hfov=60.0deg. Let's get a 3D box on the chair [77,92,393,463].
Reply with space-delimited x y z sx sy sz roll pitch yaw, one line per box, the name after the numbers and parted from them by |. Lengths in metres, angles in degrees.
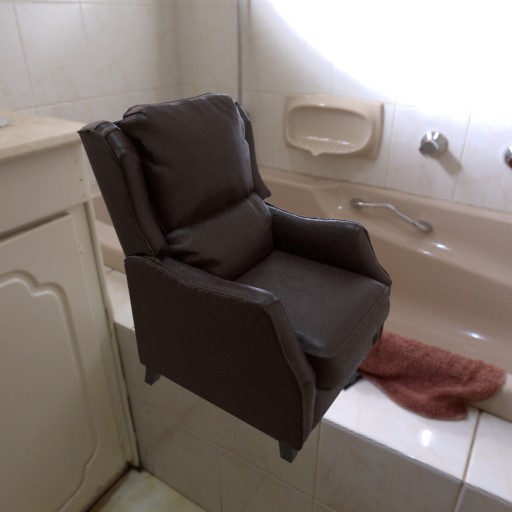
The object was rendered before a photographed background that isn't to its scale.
0.000 0.000 1.741 0.982 1.132 0.770 18 33 30 | chair
